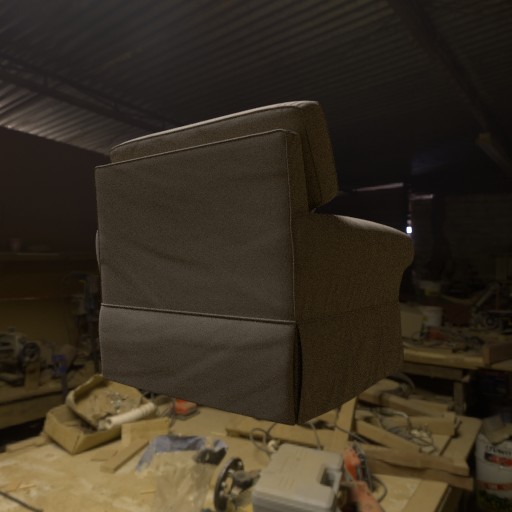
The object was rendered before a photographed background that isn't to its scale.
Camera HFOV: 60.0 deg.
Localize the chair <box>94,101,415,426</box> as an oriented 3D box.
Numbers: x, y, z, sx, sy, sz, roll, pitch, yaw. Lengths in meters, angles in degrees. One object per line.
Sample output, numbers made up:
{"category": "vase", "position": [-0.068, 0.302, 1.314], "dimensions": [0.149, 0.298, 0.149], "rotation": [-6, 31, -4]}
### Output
{"category": "chair", "position": [0.000, 0.000, 1.925], "dimensions": [1.135, 1.017, 0.988], "rotation": [0, -1, 36]}
